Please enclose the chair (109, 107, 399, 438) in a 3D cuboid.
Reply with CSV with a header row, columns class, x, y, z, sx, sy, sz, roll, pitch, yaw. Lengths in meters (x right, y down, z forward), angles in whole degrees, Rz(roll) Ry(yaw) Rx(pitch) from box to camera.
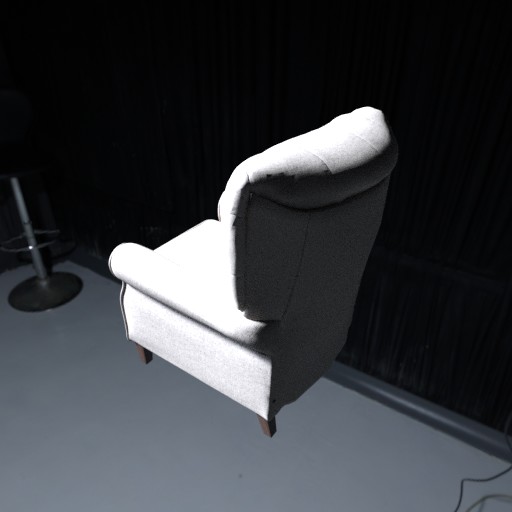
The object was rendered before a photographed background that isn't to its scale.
class,x,y,z,sx,sy,sz,roll,pitch,yaw
chair,0.000,0.000,1.914,1.025,1.209,0.942,20,37,30
